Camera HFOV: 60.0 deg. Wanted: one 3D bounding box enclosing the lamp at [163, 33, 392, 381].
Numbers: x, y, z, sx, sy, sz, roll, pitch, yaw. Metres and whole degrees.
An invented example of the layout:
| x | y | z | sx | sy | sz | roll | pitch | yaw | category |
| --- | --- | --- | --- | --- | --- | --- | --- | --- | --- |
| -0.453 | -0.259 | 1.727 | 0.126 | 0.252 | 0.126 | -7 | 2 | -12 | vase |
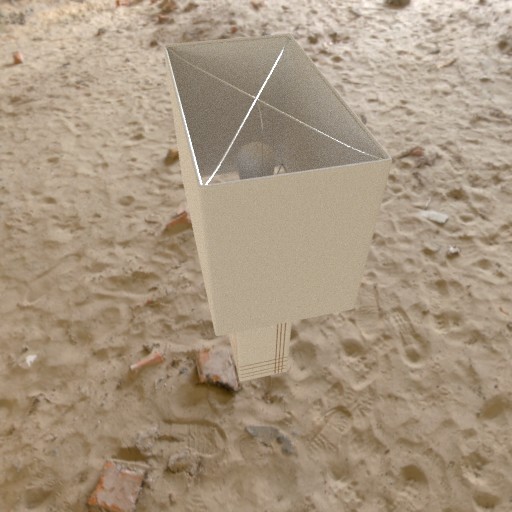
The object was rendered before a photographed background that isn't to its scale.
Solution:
| x | y | z | sx | sy | sz | roll | pitch | yaw | category |
| --- | --- | --- | --- | --- | --- | --- | --- | --- | --- |
| 0.000 | 0.000 | 0.702 | 0.182 | 0.543 | 0.334 | -10 | 46 | -9 | lamp |
